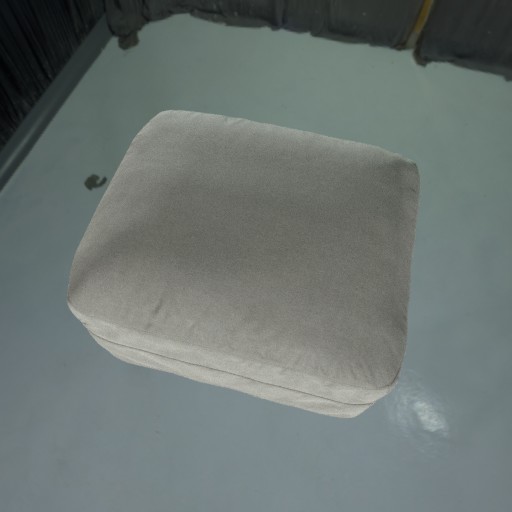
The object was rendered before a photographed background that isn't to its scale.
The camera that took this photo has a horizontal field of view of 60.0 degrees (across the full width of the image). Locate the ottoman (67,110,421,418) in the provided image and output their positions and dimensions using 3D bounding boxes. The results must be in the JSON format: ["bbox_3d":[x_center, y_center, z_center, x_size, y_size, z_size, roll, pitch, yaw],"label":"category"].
[{"bbox_3d":[0.000,0.000,1.074,0.712,0.480,0.584,13,63,7],"label":"ottoman"}]
